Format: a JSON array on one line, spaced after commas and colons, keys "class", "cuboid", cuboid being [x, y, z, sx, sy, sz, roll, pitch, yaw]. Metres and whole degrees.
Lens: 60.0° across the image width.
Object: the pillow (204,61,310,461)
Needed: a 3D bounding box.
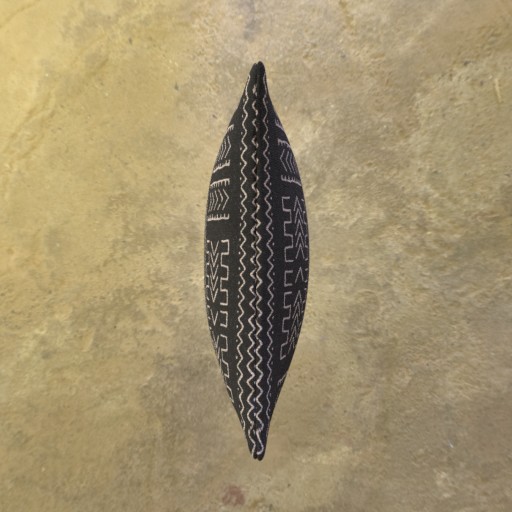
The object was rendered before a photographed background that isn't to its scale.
[{"class": "pillow", "cuboid": [0.000, 0.000, 0.683, 0.164, 0.430, 0.438, 0, 91, 0]}]
